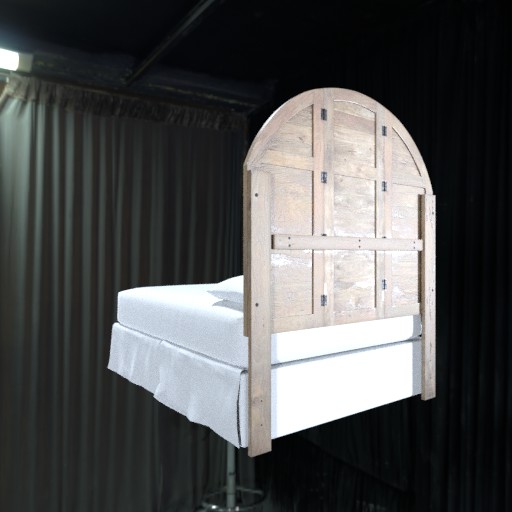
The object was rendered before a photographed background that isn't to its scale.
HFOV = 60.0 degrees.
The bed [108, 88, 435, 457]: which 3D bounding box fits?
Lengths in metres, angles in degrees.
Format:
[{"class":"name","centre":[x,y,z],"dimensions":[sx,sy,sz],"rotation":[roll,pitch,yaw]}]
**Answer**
[{"class":"bed","centre":[0.000,0.000,3.523],"dimensions":[1.713,2.002,2.112],"rotation":[0,0,-36]}]
